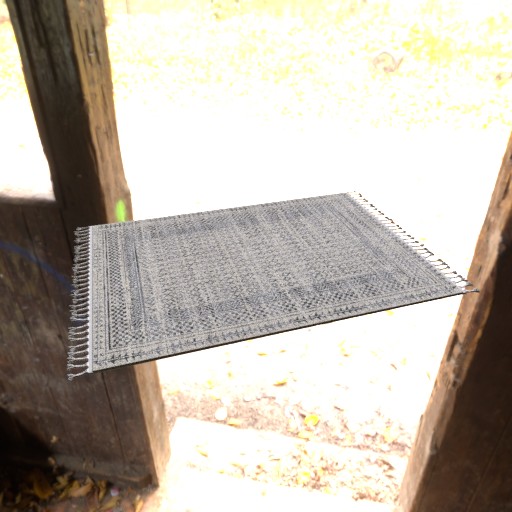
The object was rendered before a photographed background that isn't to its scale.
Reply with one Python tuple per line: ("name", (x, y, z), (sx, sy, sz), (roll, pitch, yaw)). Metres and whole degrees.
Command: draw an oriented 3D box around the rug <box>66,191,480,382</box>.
("rug", (0.000, 0.000, 2.358), (1.872, 0.013, 1.243), (-9, 33, -15))
